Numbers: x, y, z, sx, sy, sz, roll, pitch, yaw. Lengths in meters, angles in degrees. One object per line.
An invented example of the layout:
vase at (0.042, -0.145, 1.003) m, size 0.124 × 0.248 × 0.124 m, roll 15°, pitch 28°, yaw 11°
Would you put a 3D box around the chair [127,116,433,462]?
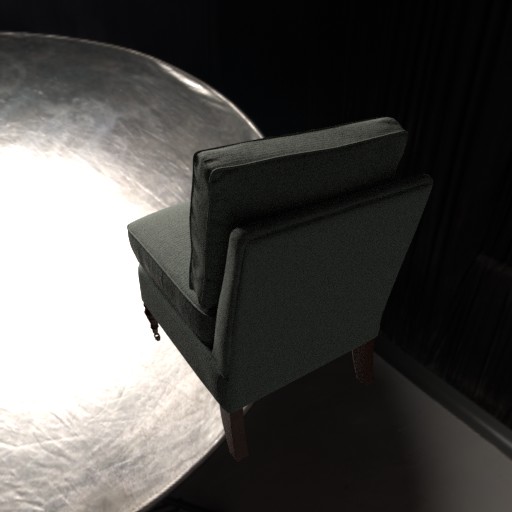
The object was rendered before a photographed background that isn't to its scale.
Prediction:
chair at (0.000, 0.000, 1.443) m, size 0.624 × 0.901 × 0.796 m, roll -19°, pitch 35°, yaw -29°
